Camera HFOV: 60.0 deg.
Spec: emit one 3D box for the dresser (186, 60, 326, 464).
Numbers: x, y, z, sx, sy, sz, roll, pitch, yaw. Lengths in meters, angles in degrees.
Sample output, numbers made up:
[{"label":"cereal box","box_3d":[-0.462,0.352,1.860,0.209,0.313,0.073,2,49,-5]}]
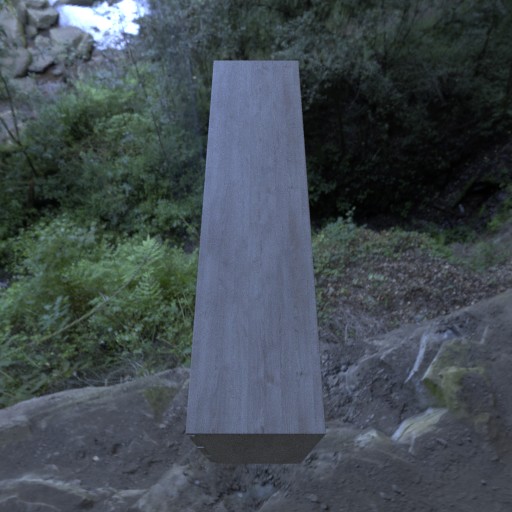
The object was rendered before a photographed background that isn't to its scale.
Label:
[{"label":"dresser","box_3d":[0.000,0.000,1.949,0.390,0.795,1.590,0,60,0]}]
